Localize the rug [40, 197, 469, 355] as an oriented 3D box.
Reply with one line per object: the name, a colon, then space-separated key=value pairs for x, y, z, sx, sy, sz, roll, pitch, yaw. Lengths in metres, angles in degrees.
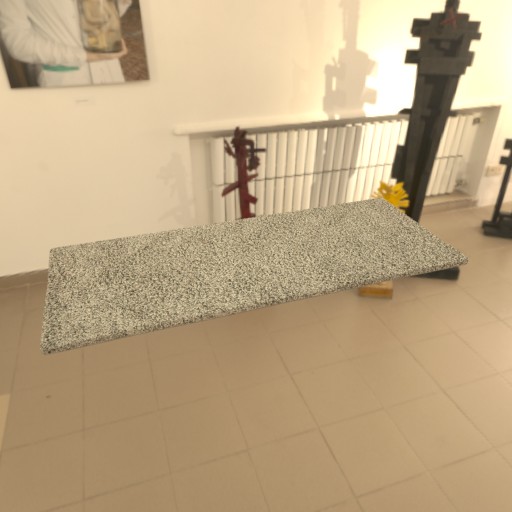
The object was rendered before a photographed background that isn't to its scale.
rug: x=0.000 y=0.000 z=1.732 sx=1.524 sy=0.030 sz=0.609 roll=-10 pitch=33 yaw=-16
